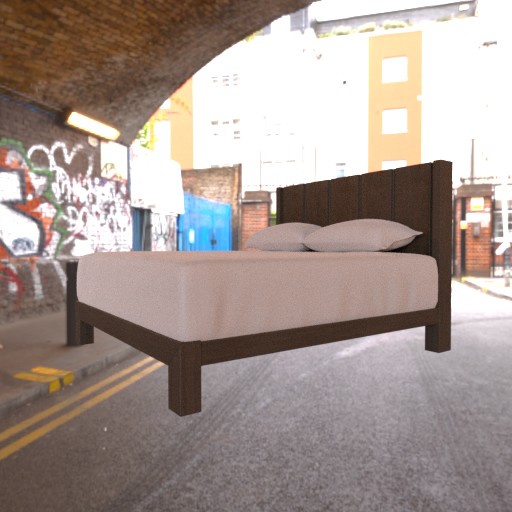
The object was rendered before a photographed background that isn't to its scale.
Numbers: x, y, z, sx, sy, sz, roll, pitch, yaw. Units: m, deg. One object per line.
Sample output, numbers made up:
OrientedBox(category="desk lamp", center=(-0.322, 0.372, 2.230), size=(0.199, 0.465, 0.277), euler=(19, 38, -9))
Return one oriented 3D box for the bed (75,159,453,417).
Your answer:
OrientedBox(category="bed", center=(0.000, 0.000, 3.079), size=(1.992, 1.261, 1.735), euler=(-1, 2, -36))
